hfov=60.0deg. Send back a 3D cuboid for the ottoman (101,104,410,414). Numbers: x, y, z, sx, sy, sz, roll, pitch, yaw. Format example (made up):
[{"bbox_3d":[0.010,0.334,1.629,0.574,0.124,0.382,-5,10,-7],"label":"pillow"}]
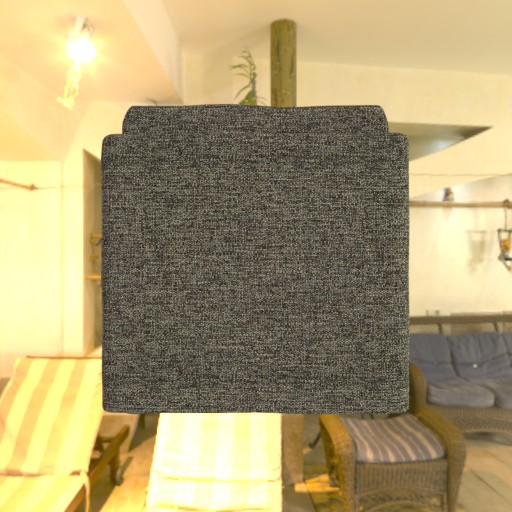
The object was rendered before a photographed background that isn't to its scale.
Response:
[{"bbox_3d":[0.000,0.000,0.844,0.450,0.463,0.450,0,0,0],"label":"ottoman"}]
